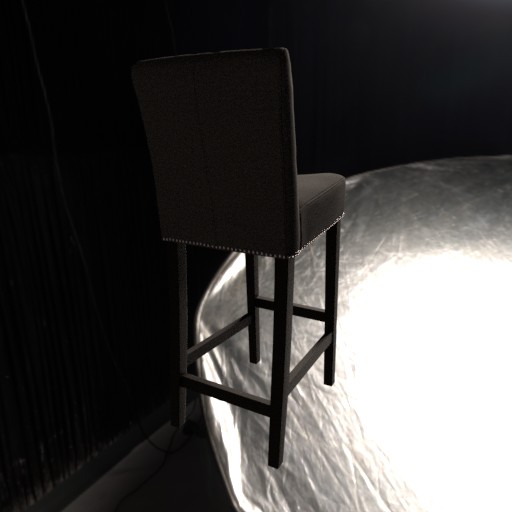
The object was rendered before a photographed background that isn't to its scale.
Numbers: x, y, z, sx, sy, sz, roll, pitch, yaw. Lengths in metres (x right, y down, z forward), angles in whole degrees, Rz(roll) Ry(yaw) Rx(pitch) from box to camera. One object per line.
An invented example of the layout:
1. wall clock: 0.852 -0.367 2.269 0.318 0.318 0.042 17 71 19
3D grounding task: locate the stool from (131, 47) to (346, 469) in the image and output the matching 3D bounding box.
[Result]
1. stool: 0.000 0.000 1.319 0.411 1.047 0.548 9 18 28
